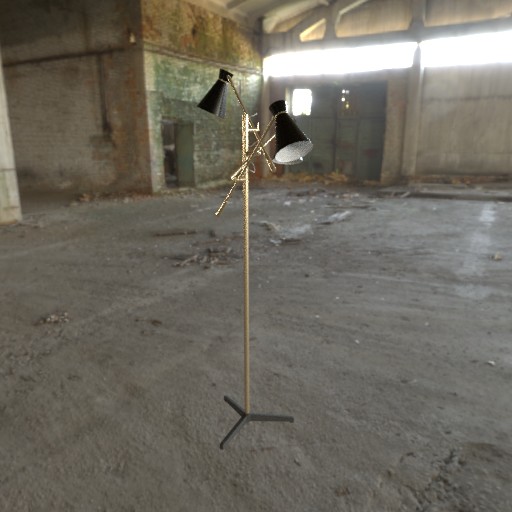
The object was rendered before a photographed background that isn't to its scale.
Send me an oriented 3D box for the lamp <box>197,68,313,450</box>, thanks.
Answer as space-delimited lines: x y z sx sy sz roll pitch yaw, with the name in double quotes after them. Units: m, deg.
0.000 0.000 2.207 0.750 1.804 0.653 8 16 28 "lamp"
